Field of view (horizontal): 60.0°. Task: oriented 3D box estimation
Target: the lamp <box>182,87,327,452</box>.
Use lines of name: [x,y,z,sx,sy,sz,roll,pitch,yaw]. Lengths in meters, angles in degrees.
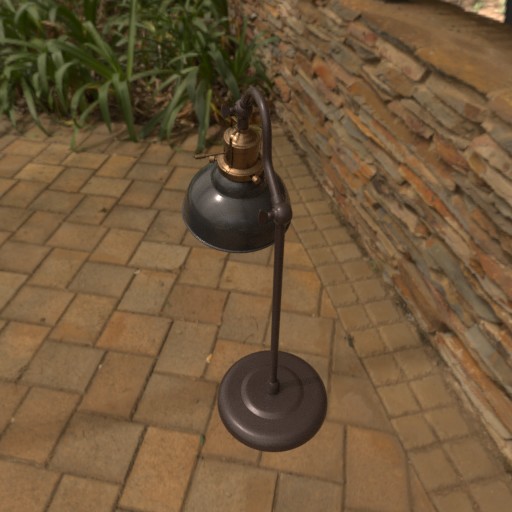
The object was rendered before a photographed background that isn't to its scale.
lamp: [0.000,0.000,0.678,0.192,0.508,0.374,-12,42,-14]
